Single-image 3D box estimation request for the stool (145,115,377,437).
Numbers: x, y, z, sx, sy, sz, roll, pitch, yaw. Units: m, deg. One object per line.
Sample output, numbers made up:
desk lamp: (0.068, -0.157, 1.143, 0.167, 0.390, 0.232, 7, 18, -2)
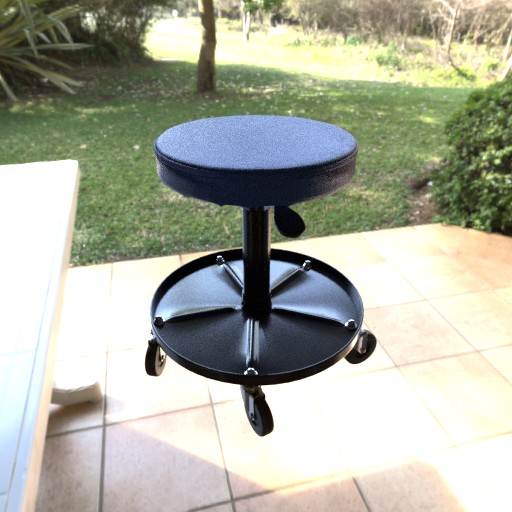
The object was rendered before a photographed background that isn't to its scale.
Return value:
stool: (0.000, 0.000, 0.682, 0.381, 0.365, 0.382, -11, 32, -18)
